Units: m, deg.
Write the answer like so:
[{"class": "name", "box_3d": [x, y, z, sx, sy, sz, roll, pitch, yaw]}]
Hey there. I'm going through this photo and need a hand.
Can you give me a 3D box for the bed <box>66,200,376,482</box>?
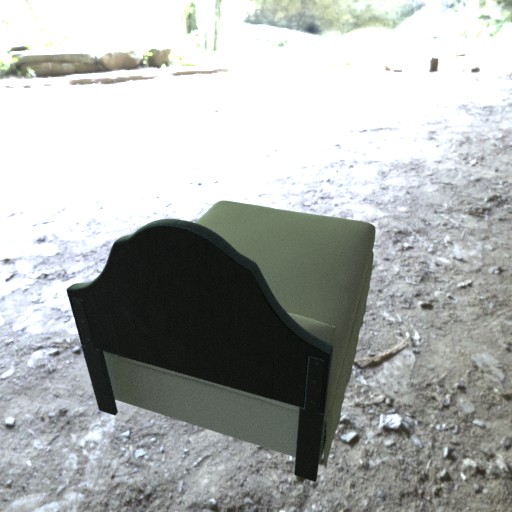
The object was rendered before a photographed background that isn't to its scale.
[{"class": "bed", "box_3d": [0.000, 0.000, 3.283, 1.636, 1.575, 2.155, 11, 33, 17]}]
